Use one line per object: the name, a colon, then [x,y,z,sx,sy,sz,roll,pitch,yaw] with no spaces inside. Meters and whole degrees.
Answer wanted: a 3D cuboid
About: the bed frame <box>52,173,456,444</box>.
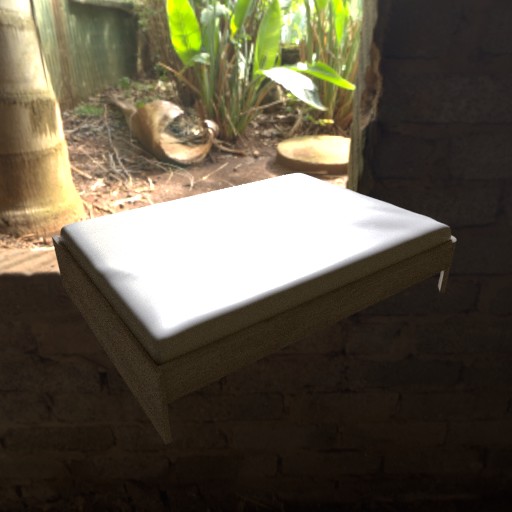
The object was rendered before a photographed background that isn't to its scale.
bed frame: [0.000,0.000,2.684,1.950,0.462,1.490,-18,32,-31]
